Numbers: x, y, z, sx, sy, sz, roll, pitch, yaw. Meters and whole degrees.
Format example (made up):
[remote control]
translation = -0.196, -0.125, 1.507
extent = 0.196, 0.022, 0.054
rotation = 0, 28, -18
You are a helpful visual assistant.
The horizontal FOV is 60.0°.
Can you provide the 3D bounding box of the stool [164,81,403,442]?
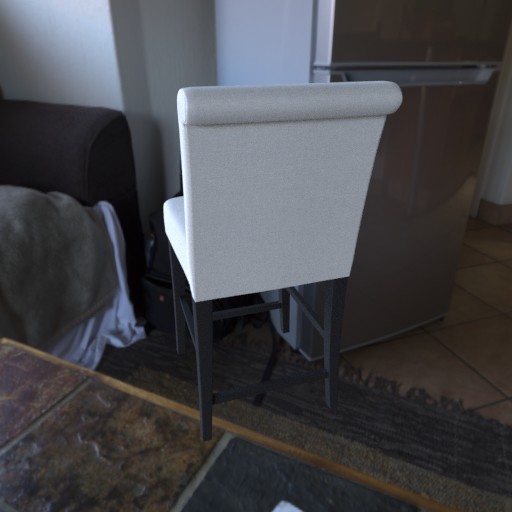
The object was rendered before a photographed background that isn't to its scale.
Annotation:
[stool]
translation = 0.000, 0.000, 1.286
extent = 0.452, 0.976, 0.597
rotation = -8, 27, -16
